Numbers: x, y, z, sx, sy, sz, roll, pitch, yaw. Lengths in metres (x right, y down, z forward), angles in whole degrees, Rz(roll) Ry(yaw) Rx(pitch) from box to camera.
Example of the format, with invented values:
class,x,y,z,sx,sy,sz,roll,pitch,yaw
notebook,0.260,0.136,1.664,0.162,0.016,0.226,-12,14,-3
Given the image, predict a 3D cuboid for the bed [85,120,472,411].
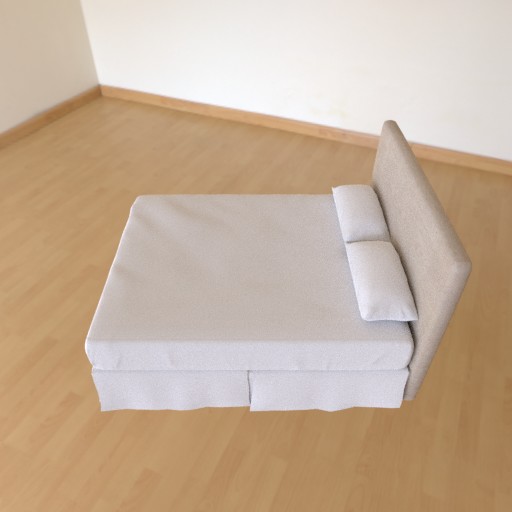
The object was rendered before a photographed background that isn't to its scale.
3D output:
class,x,y,z,sx,sy,sz,roll,pitch,yaw
bed,0.000,0.000,3.186,2.162,1.330,1.713,0,42,0
